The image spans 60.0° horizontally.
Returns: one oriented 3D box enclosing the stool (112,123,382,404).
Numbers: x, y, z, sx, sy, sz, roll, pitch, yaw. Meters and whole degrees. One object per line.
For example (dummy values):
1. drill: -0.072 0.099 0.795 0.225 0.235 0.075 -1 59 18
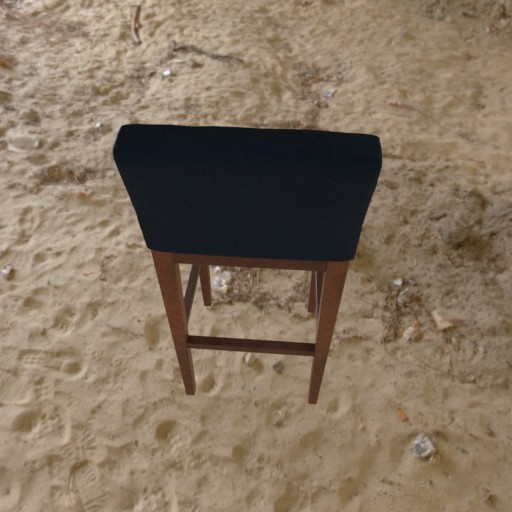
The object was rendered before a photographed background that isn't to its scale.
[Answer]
1. stool: 0.000 0.000 1.327 0.511 1.037 0.500 3 46 3
